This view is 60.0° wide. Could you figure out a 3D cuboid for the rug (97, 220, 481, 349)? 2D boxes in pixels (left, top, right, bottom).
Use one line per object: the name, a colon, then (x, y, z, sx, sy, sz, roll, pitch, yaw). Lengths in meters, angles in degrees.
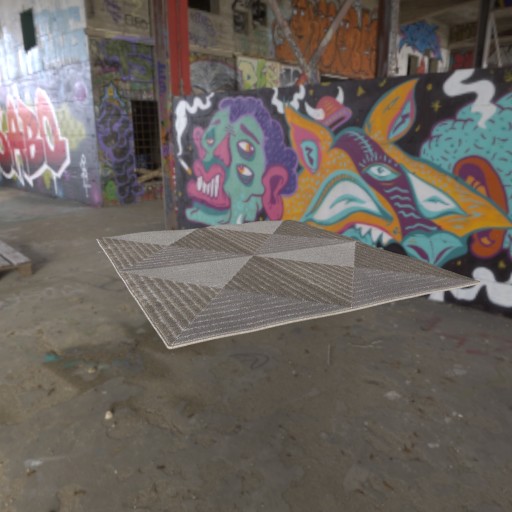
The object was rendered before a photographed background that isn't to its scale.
rug: (0.000, 0.000, 0.911, 0.551, 0.008, 0.642, -7, 17, -25)
